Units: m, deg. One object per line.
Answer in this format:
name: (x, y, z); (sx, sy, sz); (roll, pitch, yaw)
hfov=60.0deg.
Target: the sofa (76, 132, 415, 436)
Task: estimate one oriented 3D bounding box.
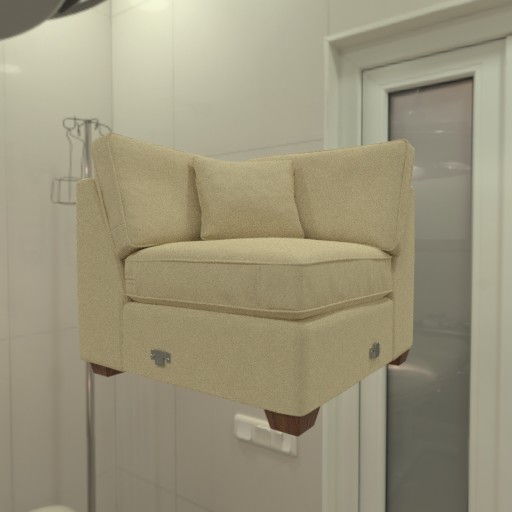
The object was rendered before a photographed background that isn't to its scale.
sofa: (0.000, 0.000, 1.956); (1.146, 1.002, 1.084); (1, 2, 36)
